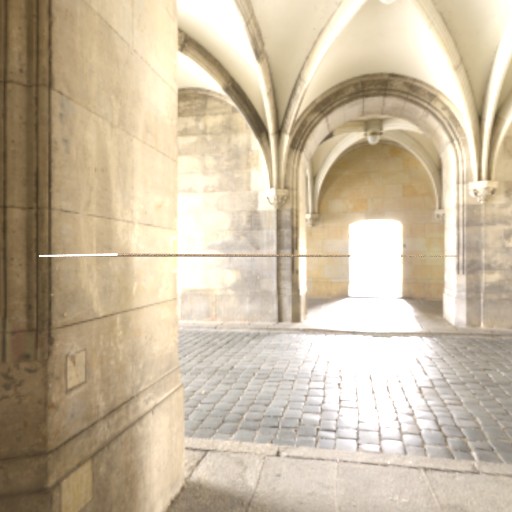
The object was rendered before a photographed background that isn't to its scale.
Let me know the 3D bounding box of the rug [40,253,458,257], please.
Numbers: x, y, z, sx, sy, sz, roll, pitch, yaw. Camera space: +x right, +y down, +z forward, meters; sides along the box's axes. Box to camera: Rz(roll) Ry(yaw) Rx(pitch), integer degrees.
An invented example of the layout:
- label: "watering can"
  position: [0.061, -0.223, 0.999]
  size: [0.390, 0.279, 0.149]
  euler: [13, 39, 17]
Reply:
- label: "rug"
  position: [0.000, 0.000, 3.038]
  size: [2.440, 0.008, 1.524]
  euler: [0, 0, -36]
